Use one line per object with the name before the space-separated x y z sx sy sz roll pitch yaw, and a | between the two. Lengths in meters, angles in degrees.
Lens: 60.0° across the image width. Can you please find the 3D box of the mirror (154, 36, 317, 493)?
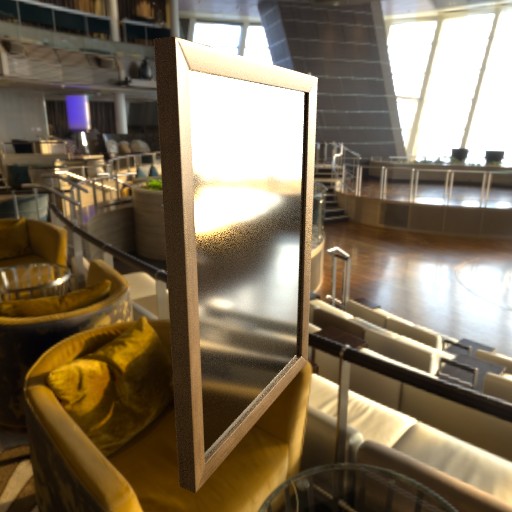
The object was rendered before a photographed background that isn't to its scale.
mirror | 0.000 0.000 0.882 0.040 0.710 0.507 8 18 27
